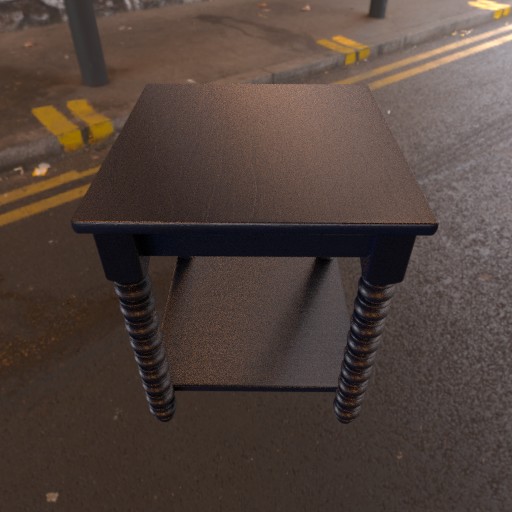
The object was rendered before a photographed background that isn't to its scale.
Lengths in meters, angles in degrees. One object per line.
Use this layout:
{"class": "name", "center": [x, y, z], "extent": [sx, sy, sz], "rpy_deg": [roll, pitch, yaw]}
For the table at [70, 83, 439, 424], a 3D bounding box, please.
{"class": "table", "center": [0.000, 0.000, 0.979], "extent": [0.500, 0.567, 0.533], "rpy_deg": [0, 41, 0]}
